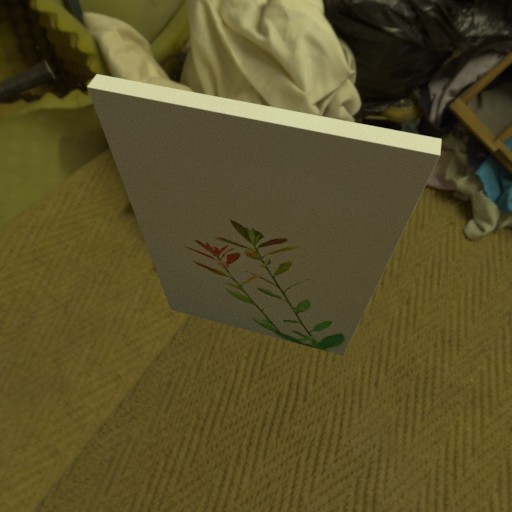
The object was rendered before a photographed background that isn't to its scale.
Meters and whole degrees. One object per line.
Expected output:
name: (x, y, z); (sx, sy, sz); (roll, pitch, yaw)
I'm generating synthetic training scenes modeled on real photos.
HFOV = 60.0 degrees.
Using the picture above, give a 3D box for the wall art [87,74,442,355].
wall art: (0.000, 0.000, 1.136); (0.612, 0.915, 0.039); (14, 59, 8)
